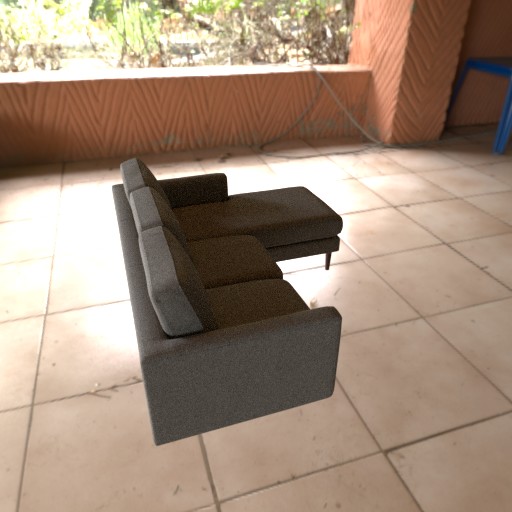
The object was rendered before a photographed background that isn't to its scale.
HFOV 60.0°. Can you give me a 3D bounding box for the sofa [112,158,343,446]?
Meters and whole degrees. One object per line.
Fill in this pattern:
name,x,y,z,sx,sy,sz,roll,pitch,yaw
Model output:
sofa,0.000,0.000,2.927,1.667,0.957,2.055,-10,32,-16
